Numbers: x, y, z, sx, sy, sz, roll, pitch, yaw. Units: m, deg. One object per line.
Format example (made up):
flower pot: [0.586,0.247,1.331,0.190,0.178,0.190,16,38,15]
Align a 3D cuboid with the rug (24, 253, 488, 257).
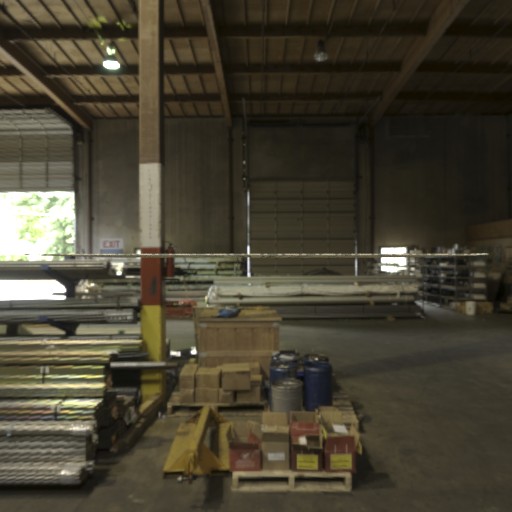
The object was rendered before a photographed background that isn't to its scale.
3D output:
rug: [0.000,0.000,3.050,2.410,0.011,1.539,0,-1,0]
